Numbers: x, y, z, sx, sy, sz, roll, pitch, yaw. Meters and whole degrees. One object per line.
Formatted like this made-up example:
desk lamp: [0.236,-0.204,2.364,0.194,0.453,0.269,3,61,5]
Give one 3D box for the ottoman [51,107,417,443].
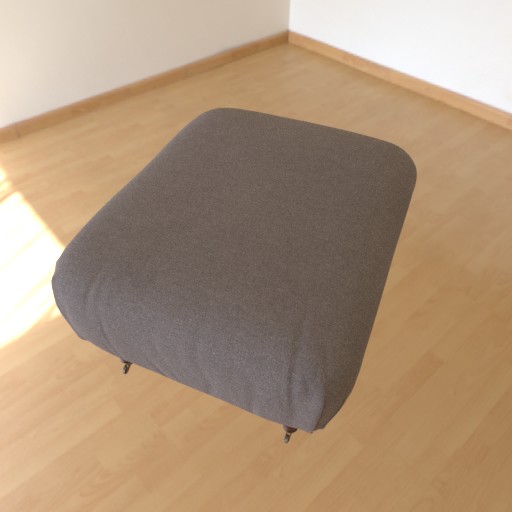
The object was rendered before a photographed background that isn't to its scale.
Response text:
ottoman: [0.000,0.000,1.093,0.622,0.450,0.747,17,49,16]
